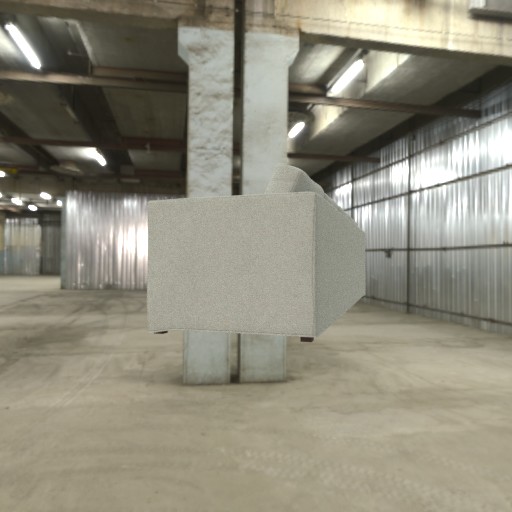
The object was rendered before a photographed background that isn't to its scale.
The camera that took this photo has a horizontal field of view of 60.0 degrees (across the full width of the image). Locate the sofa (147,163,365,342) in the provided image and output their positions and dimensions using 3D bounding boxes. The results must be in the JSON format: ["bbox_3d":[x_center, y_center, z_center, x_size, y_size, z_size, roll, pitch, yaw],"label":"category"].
[{"bbox_3d":[0.000,0.000,3.871,1.650,0.922,3.205,0,-1,18],"label":"sofa"}]
